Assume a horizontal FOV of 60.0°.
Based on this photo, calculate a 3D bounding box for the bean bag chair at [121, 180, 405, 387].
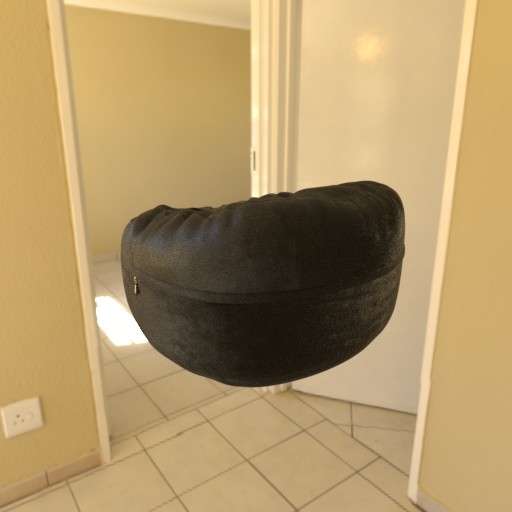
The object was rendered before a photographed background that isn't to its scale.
[{"bbox_3d":[0.000,0.000,2.461,1.524,0.878,1.524,16,23,42],"label":"bean bag chair"}]
